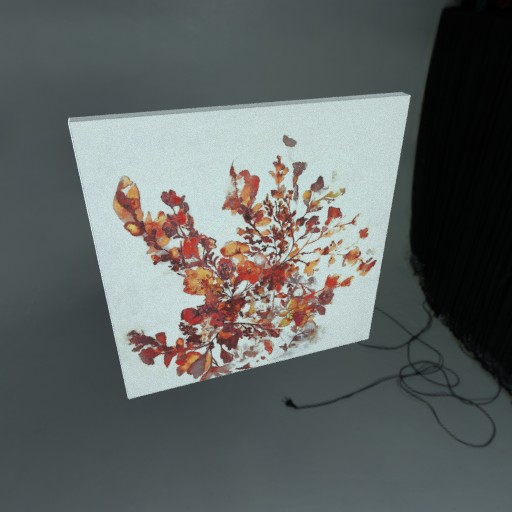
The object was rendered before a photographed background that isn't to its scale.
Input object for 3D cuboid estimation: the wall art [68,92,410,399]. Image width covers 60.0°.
[{"bbox_3d":[0.000,0.000,1.529,1.009,1.009,0.049,-10,33,-16],"label":"wall art"}]
